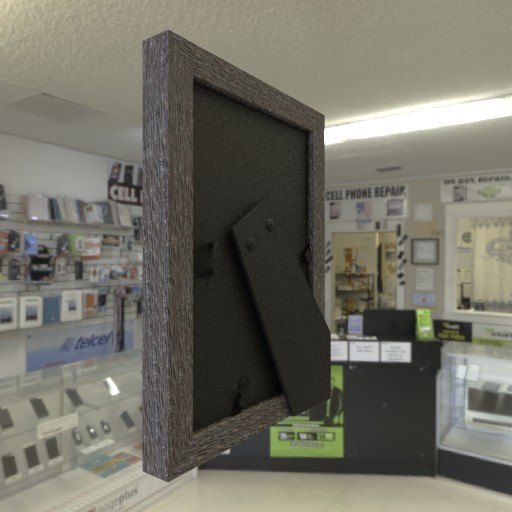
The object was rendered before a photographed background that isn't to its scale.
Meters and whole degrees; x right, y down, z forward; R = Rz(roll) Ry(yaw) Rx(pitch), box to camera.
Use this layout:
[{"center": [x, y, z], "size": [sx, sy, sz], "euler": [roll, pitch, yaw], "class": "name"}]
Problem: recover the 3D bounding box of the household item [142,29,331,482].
[{"center": [0.000, 0.000, 0.233], "size": [0.020, 0.180, 0.133], "euler": [0, 0, 36], "class": "household item"}]
